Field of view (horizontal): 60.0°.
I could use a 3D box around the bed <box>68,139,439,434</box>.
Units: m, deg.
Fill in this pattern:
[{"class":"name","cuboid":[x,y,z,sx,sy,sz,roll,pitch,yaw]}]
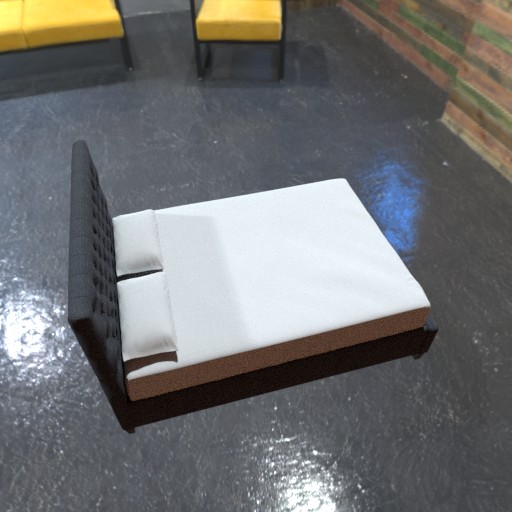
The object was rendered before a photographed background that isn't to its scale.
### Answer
[{"class":"bed","cuboid":[0.000,0.000,3.428,2.387,1.427,1.698,-11,47,-10]}]
